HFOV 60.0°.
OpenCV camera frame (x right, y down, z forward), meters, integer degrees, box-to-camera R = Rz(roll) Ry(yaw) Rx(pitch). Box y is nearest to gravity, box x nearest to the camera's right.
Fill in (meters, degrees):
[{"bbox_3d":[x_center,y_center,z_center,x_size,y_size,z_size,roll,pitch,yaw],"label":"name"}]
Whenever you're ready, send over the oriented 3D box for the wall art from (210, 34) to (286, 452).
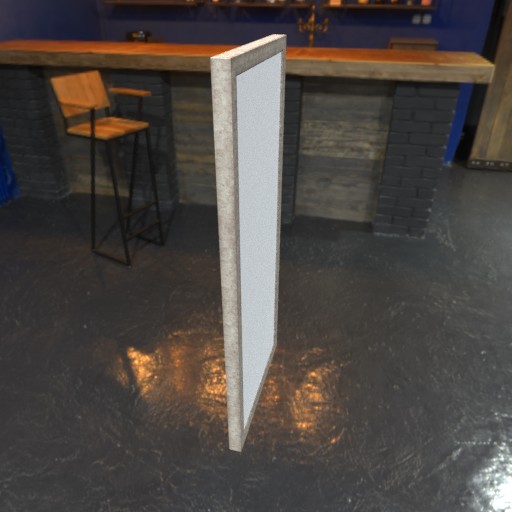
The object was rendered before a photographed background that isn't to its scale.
[{"bbox_3d":[0.000,0.000,1.684,0.051,1.461,0.648,8,32,13],"label":"wall art"}]
